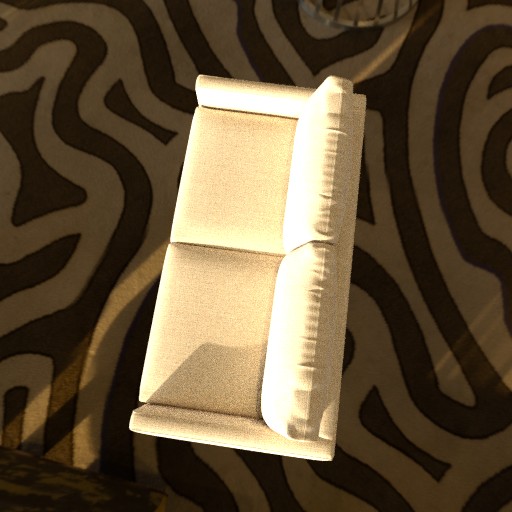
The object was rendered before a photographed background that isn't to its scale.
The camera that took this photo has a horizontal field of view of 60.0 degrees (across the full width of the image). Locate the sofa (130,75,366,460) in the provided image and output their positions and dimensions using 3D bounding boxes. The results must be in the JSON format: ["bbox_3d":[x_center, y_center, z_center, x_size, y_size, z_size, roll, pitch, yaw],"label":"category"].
[{"bbox_3d":[0.000,0.000,2.080,0.839,0.812,1.651,8,76,2],"label":"sofa"}]
